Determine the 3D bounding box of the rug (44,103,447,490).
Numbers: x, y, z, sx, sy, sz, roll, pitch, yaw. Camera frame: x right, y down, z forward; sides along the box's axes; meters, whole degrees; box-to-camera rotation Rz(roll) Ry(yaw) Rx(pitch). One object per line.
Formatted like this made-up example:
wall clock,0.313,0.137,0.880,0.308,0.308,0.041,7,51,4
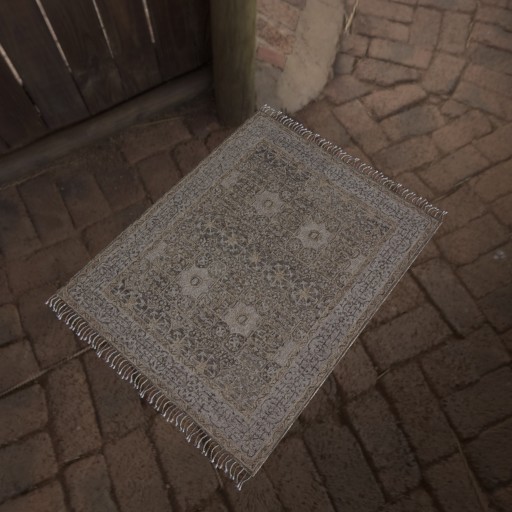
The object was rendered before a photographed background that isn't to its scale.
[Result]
rug,0.000,0.000,4.338,2.431,0.017,3.291,36,69,17
